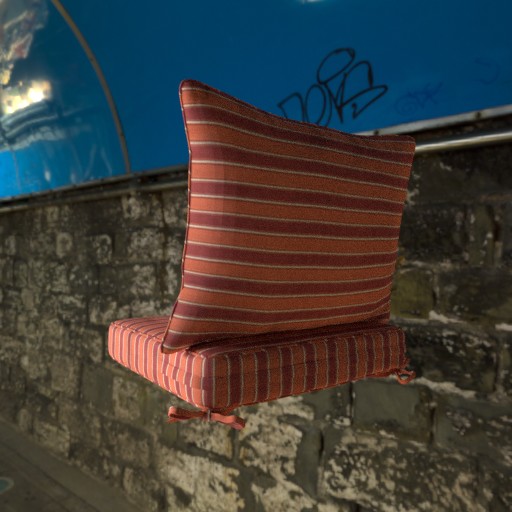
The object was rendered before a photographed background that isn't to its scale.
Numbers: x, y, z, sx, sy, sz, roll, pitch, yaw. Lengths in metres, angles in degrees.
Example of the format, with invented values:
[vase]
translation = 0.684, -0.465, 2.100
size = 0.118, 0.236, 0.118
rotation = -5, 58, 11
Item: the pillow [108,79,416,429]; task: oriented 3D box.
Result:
[pillow]
translation = 0.000, 0.000, 1.348
size = 0.799, 0.723, 0.733
rotation = 0, 0, -36
